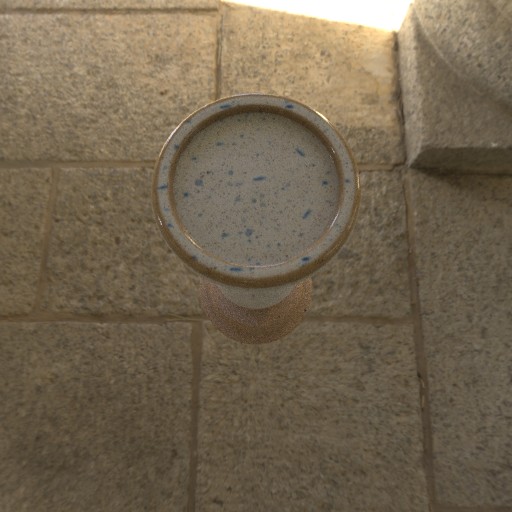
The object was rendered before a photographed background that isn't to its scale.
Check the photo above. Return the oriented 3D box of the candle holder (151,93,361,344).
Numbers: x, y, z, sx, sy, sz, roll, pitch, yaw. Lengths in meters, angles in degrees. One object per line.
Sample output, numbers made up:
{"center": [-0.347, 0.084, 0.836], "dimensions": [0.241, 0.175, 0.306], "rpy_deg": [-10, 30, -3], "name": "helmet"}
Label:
{"center": [0.000, 0.000, 0.254], "dimensions": [0.088, 0.203, 0.088], "rpy_deg": [0, 75, 0], "name": "candle holder"}
